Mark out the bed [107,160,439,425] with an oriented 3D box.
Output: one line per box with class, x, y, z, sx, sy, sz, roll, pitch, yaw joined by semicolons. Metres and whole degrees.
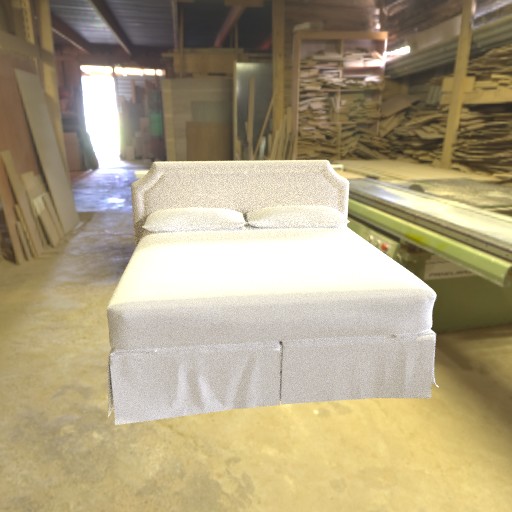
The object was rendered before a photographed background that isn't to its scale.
bed;0.000;0.000;3.494;2.160;1.301;2.204;-2;17;-7
